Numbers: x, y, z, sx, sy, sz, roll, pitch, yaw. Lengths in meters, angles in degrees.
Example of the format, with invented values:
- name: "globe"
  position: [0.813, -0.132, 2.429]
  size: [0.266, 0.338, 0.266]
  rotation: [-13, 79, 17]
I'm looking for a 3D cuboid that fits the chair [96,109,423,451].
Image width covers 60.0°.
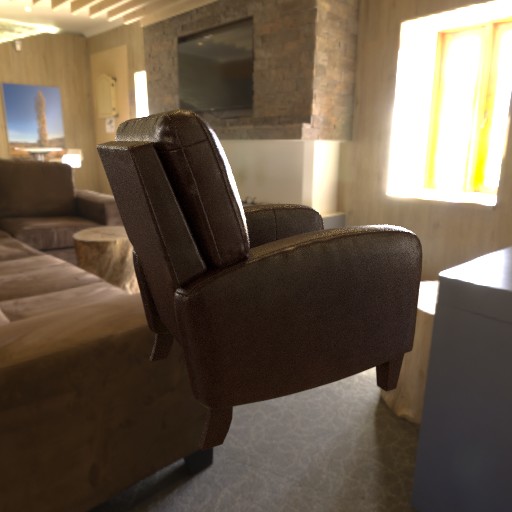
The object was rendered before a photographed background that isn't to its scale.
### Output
- name: "chair"
  position: [0.000, 0.000, 1.651]
  size: [0.990, 0.990, 0.762]
  rotation: [-7, 16, -26]
